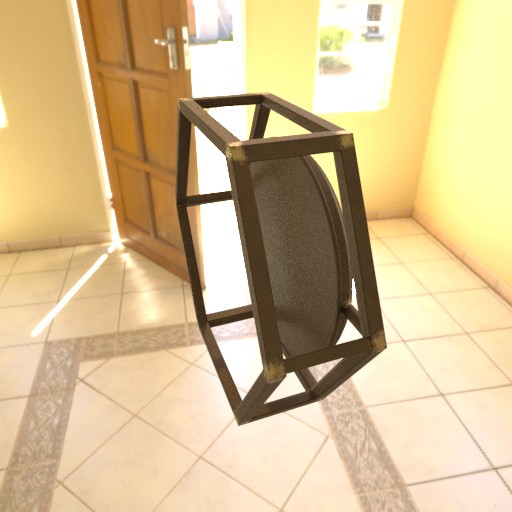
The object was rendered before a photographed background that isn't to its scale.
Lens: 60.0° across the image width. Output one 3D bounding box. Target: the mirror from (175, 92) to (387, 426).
[{"bbox_3d":[0.000,0.000,0.531,0.119,0.334,0.380,-11,33,-18],"label":"mirror"}]
